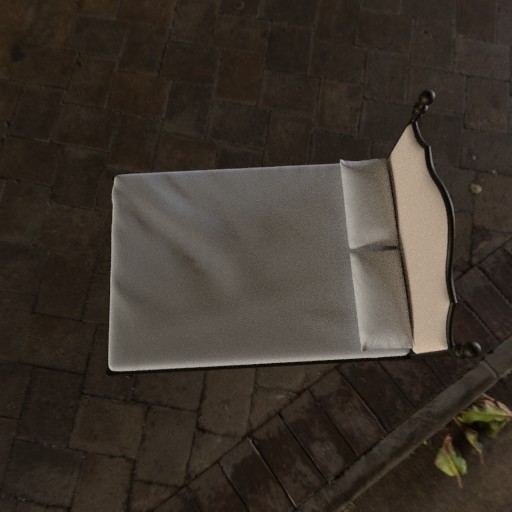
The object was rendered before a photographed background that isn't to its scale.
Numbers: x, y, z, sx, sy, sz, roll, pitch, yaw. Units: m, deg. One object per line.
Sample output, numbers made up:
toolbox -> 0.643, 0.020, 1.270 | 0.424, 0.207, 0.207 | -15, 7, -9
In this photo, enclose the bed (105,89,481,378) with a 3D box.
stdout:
bed -> 0.000, 0.000, 3.046 | 2.170, 1.462, 1.533 | -3, 75, -1
